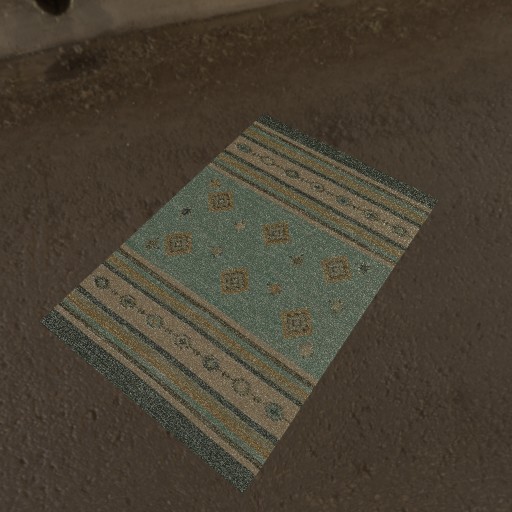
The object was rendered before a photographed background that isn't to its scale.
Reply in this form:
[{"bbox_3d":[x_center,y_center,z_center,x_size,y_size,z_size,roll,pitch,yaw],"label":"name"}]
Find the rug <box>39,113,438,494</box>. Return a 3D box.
[{"bbox_3d":[0.000,0.000,2.295,1.212,0.010,1.811,32,63,18],"label":"rug"}]
